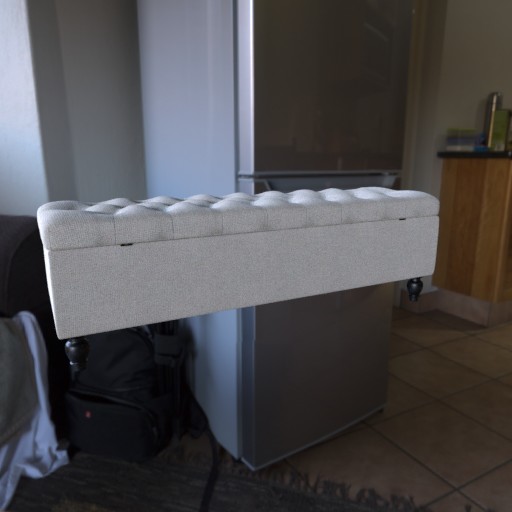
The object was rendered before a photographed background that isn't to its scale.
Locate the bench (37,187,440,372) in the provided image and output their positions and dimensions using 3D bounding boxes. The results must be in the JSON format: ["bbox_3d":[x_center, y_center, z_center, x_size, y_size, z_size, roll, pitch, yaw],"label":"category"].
[{"bbox_3d":[0.000,0.000,1.713,1.480,0.467,0.455,-7,15,-26],"label":"bench"}]
